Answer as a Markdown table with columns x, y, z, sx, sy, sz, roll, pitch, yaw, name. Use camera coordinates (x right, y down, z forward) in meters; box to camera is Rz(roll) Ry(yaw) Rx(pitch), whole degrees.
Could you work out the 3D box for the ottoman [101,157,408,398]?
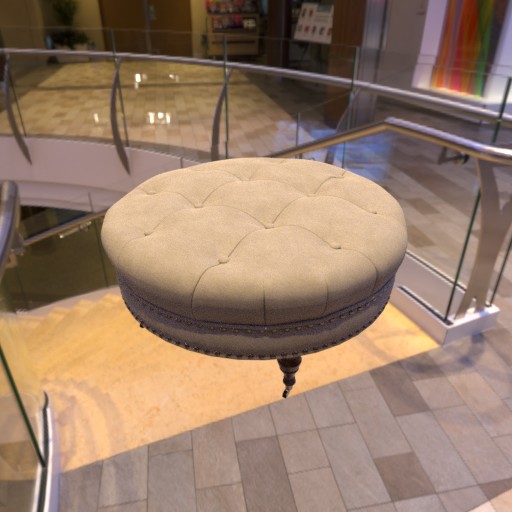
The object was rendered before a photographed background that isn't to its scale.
| x | y | z | sx | sy | sz | roll | pitch | yaw | name |
| --- | --- | --- | --- | --- | --- | --- | --- | --- | --- |
| 0.000 | 0.000 | 1.411 | 0.901 | 0.439 | 0.901 | 0 | 30 | 0 | ottoman |
